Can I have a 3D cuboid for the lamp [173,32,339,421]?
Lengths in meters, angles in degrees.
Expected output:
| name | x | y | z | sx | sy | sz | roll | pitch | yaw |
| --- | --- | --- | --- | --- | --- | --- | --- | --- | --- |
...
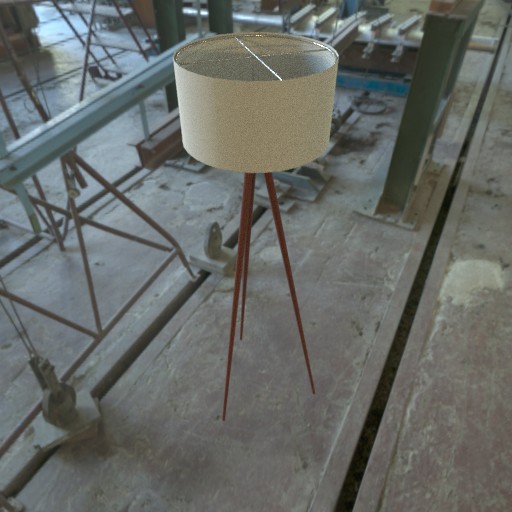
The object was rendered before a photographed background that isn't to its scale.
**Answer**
| name | x | y | z | sx | sy | sz | roll | pitch | yaw |
| --- | --- | --- | --- | --- | --- | --- | --- | --- | --- |
| lamp | 0.000 | 0.000 | 1.800 | 0.483 | 1.553 | 0.483 | -12 | 42 | -14 |
